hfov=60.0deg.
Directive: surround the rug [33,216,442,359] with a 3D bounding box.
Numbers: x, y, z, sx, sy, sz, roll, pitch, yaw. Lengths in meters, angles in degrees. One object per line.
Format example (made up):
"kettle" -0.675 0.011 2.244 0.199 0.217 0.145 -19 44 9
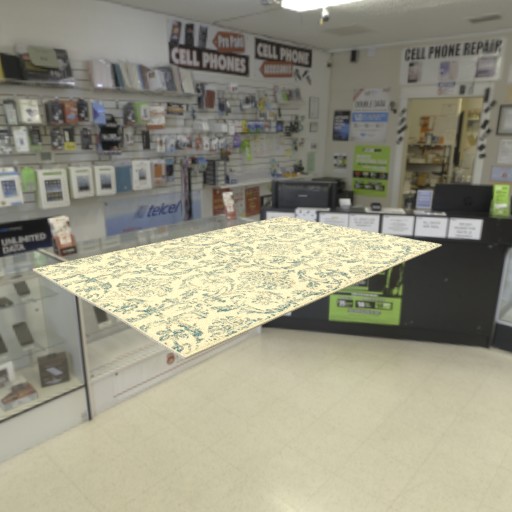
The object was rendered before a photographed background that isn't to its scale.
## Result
"rug" 0.000 0.000 3.515 1.819 0.018 2.746 15 22 42
